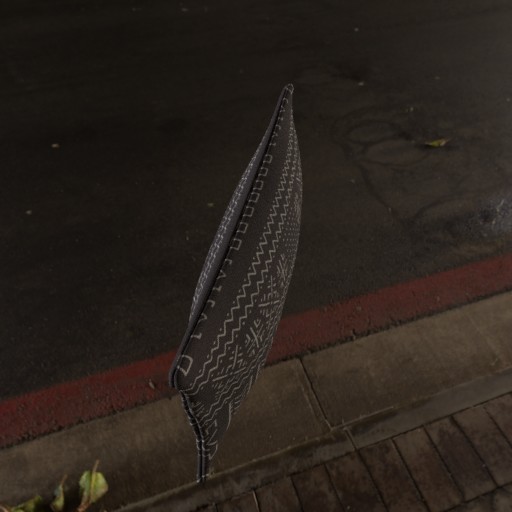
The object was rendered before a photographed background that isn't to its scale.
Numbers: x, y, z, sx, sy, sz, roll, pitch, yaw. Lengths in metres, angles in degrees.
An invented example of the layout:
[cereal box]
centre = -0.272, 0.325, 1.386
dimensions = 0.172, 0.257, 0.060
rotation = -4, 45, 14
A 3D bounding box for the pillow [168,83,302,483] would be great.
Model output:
[pillow]
centre = 0.000, 0.000, 0.772
dimensions = 0.135, 0.322, 0.667
rotation = 10, 48, 9
